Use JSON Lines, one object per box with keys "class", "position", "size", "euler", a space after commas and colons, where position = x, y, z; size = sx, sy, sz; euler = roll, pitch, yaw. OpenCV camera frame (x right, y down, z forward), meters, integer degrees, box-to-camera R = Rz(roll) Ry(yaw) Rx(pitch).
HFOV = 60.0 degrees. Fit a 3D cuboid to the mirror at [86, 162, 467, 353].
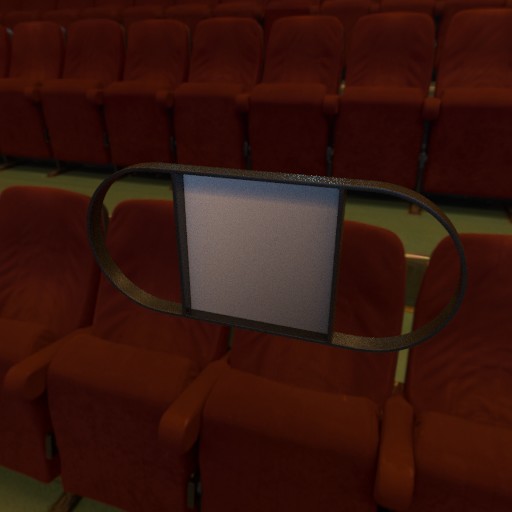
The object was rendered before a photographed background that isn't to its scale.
{"class": "mirror", "position": [0.000, 0.000, 0.672], "size": [0.584, 0.254, 0.032], "euler": [8, 27, 17]}
